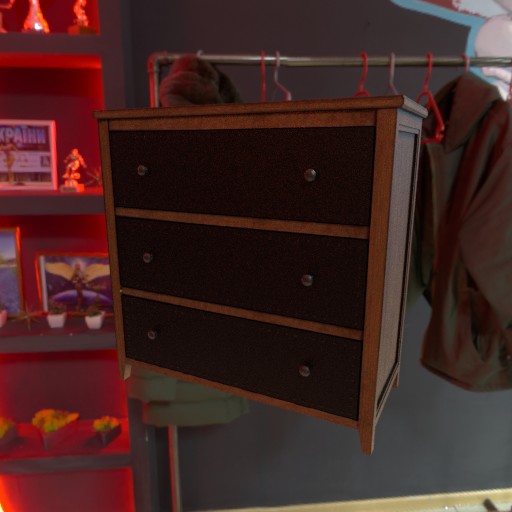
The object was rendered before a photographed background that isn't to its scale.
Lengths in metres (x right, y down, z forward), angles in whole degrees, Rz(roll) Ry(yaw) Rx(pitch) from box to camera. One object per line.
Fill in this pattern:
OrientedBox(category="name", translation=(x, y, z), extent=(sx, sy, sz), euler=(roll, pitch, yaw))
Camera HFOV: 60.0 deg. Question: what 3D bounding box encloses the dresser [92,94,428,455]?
OrientedBox(category="dresser", translation=(0.000, 0.000, 1.945), extent=(1.250, 1.224, 0.591), euler=(7, 15, 26))
